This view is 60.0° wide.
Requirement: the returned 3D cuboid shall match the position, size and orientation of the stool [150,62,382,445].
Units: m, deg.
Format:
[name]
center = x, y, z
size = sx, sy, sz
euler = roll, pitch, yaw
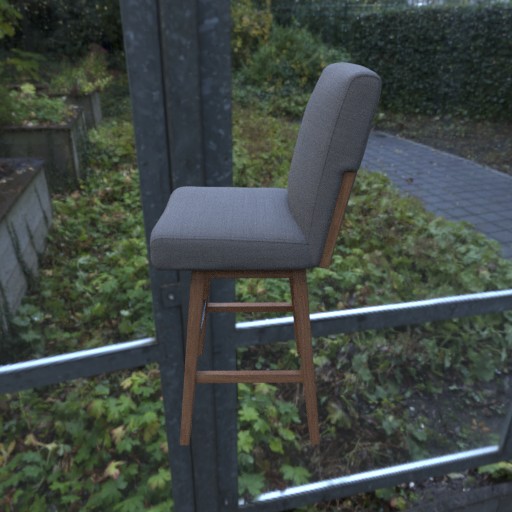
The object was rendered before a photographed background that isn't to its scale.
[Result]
[stool]
center = 0.000, 0.000, 1.395
size = 0.570, 1.112, 0.483
euler = 0, 26, -1
